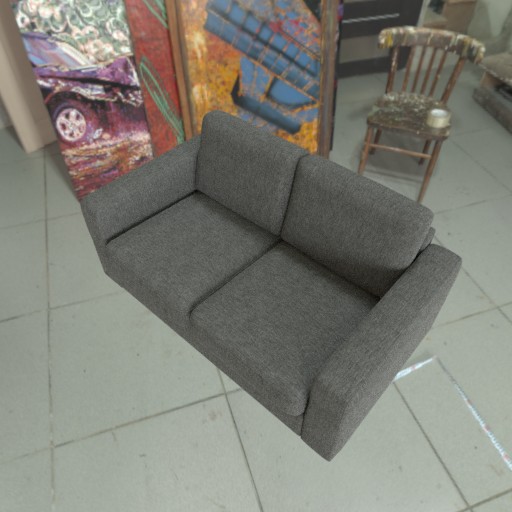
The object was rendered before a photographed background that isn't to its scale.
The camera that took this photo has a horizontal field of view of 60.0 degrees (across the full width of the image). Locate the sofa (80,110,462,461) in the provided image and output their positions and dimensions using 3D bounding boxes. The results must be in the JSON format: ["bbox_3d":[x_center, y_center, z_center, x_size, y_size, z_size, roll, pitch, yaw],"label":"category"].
[{"bbox_3d":[0.000,0.000,2.037,1.520,0.800,0.900,33,55,27],"label":"sofa"}]
